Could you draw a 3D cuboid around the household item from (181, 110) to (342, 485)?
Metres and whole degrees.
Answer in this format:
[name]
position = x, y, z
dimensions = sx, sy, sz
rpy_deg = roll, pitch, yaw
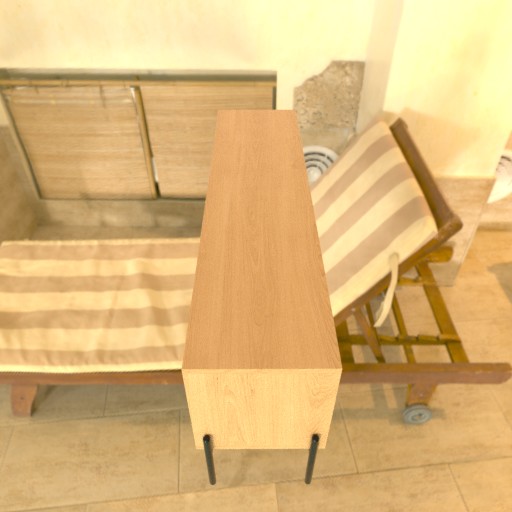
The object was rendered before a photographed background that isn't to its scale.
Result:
[household item]
position = 0.000, 0.000, 1.811
dimensions = 0.400, 0.600, 1.550
rpy_deg = 0, 41, 0
